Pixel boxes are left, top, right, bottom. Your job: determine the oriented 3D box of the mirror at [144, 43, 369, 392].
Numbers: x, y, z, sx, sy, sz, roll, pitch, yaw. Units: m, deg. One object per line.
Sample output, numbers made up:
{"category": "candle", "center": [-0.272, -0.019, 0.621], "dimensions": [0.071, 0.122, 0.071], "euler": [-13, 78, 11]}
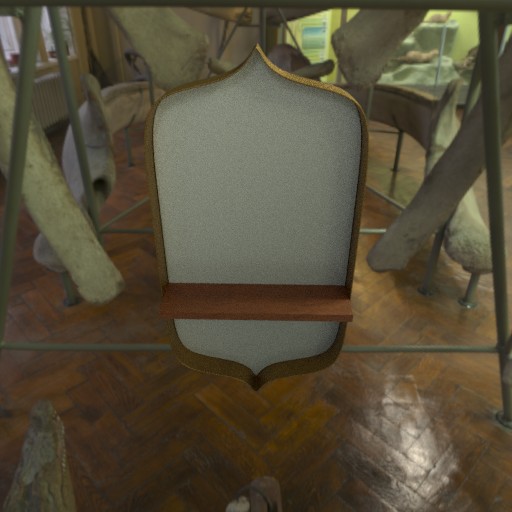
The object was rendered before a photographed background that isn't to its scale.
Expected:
{"category": "mirror", "center": [0.000, 0.000, 0.715], "dimensions": [0.323, 0.613, 0.096], "euler": [1, 30, 1]}
